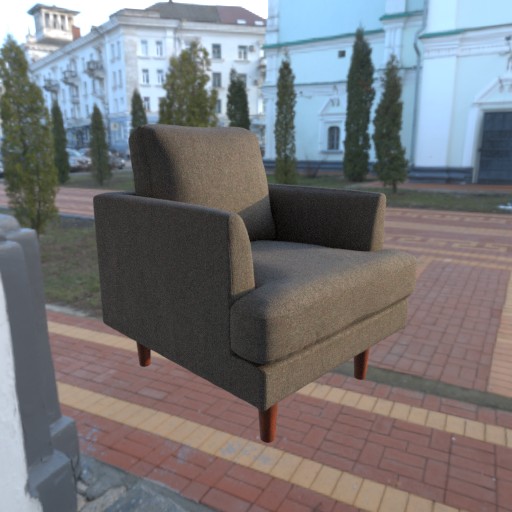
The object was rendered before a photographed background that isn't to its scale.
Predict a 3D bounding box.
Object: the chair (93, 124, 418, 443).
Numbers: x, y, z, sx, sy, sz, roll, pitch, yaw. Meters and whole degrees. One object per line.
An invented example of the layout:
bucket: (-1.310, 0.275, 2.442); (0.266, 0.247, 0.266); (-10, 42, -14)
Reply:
chair: (0.000, 0.000, 1.651); (0.899, 0.957, 0.858); (13, 18, 43)
